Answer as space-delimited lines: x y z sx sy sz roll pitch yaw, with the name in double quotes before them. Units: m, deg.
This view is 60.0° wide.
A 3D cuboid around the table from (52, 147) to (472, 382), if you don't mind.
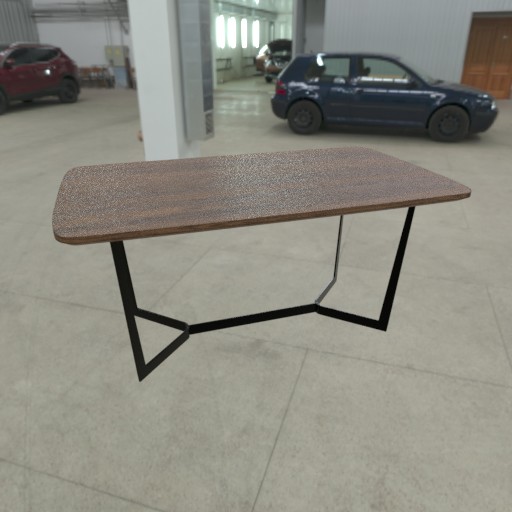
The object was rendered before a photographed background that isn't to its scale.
"table" 0.000 0.000 2.135 1.643 0.765 0.949 -8 27 -16
